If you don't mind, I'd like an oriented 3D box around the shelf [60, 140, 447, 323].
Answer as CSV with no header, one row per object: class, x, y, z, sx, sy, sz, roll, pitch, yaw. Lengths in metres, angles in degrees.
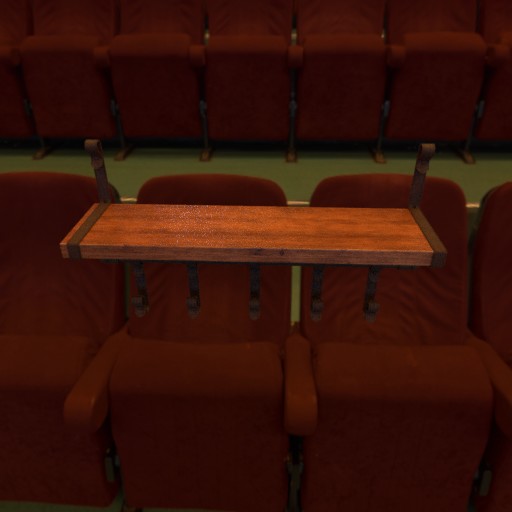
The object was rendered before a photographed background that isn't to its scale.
shelf,0.000,0.000,0.707,0.567,0.330,0.146,1,31,2
